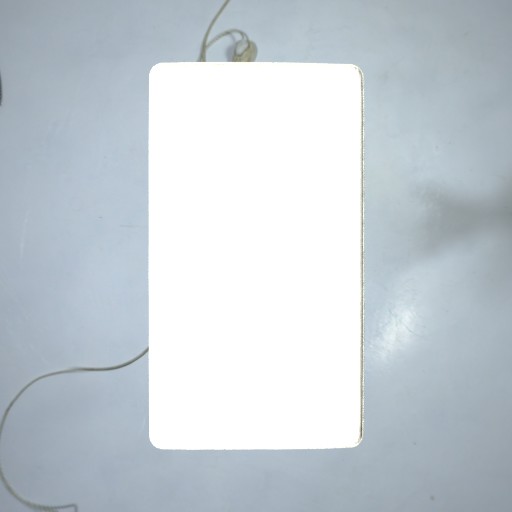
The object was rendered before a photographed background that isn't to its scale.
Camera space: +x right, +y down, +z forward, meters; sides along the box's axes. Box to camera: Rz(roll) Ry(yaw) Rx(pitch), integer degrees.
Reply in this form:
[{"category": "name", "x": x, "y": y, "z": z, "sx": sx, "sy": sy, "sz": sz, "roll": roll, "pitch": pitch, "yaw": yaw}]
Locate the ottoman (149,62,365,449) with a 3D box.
[{"category": "ottoman", "x": 0.000, "y": 0.000, "z": 1.412, "sx": 0.617, "sy": 0.448, "sz": 1.097, "roll": 0, "pitch": 90, "yaw": -1}]
